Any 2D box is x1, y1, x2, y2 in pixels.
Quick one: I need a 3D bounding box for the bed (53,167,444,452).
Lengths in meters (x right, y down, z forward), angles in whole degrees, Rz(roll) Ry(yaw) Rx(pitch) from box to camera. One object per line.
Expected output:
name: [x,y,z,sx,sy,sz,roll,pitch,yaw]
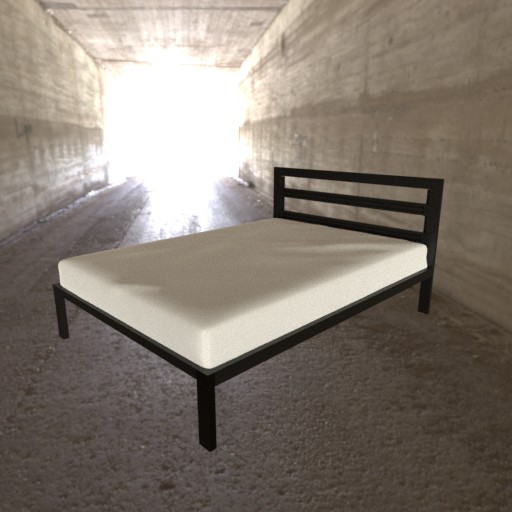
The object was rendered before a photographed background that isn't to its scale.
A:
bed: [0.000,0.000,2.913,1.524,0.967,2.062,15,22,43]
